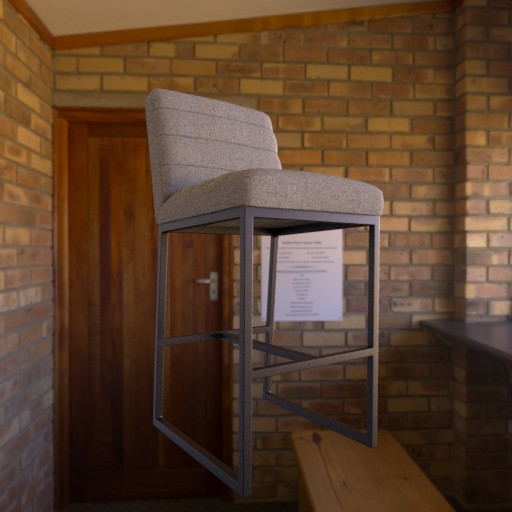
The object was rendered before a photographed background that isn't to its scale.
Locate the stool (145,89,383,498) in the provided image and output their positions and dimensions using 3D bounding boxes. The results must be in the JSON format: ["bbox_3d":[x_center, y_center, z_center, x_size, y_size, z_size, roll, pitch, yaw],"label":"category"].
[{"bbox_3d":[0.000,0.000,1.283,0.459,1.034,0.571,0,1,-35],"label":"stool"}]
